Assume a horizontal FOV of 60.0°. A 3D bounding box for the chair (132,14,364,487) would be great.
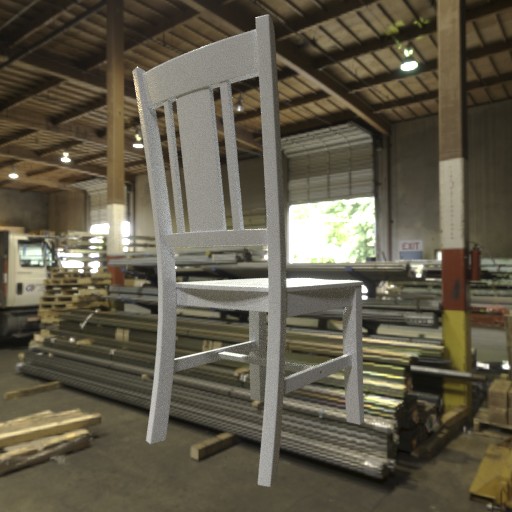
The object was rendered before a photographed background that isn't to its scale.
[{"bbox_3d":[0.000,0.000,1.252,0.450,0.998,0.555,-1,-1,37],"label":"chair"}]
